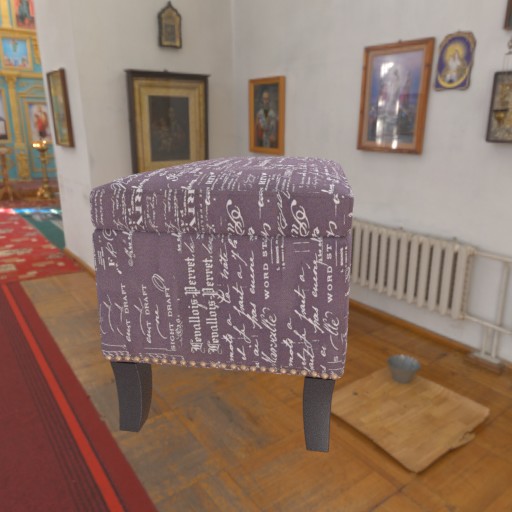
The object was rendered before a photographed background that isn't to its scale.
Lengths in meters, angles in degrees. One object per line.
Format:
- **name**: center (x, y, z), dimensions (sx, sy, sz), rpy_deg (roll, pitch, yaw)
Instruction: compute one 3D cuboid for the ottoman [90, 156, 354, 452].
- **ottoman**: center (0.000, 0.000, 1.068), dimensions (0.406, 0.457, 0.813), rpy_deg (2, 15, 9)
